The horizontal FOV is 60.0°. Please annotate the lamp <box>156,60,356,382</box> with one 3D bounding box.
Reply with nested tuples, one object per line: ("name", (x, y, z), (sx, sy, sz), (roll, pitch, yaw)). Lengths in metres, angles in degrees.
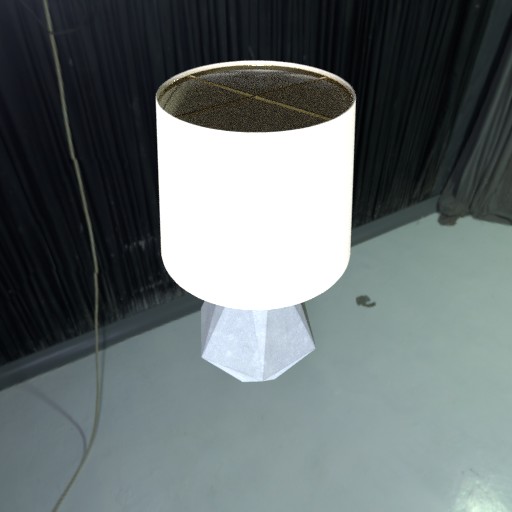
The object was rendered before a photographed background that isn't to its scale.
("lamp", (0.000, 0.000, 0.675), (0.276, 0.501, 0.276), (0, 40, 0))
